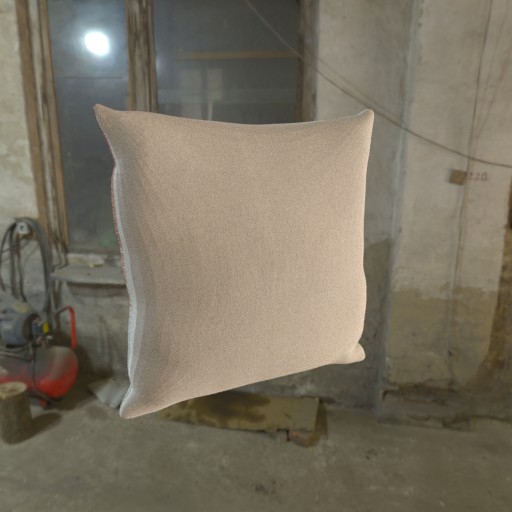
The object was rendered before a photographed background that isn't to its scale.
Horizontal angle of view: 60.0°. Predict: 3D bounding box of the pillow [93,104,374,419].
[{"bbox_3d":[0.000,0.000,0.679,0.440,0.441,0.182,-7,16,-26],"label":"pillow"}]
